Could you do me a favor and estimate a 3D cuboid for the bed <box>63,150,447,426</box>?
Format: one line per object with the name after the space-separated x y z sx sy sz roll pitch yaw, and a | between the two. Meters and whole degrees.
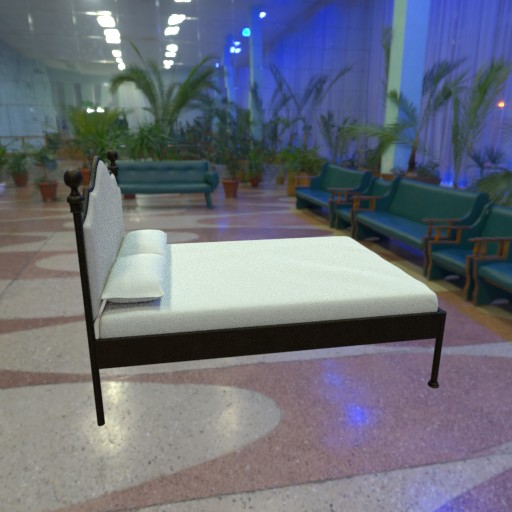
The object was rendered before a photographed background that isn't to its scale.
0.000 0.000 3.322 2.224 1.499 1.642 -3 17 -10 | bed
